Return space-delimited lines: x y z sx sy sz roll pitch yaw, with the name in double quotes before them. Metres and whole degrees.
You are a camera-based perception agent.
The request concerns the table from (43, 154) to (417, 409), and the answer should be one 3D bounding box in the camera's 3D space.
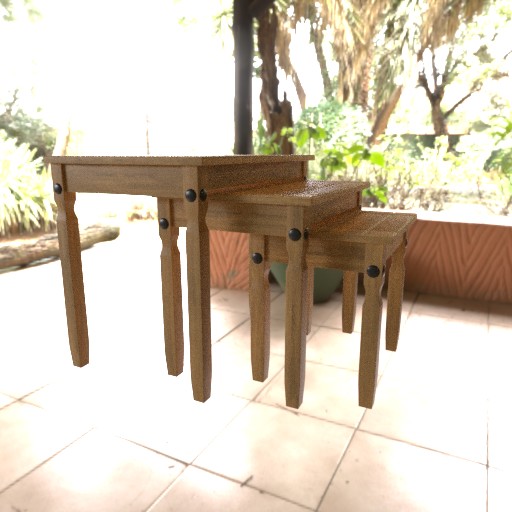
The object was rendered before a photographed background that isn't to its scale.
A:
"table" 0.000 0.000 1.209 0.773 0.535 0.660 6 15 25
